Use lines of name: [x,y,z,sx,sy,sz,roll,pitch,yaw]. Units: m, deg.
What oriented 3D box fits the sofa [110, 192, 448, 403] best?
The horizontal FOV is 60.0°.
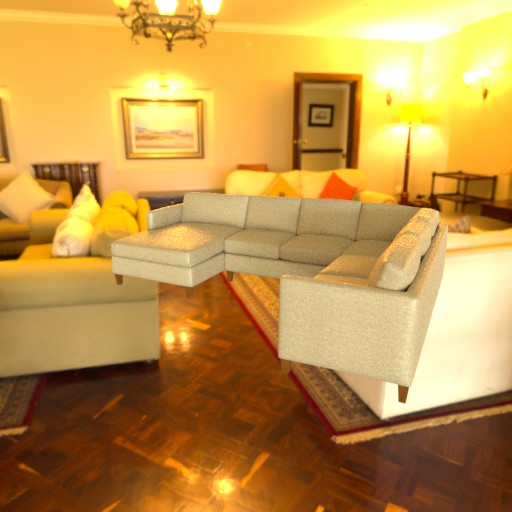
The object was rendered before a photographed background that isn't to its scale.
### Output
sofa: [0.000,0.000,4.540,3.460,0.961,2.594,8,17,25]
